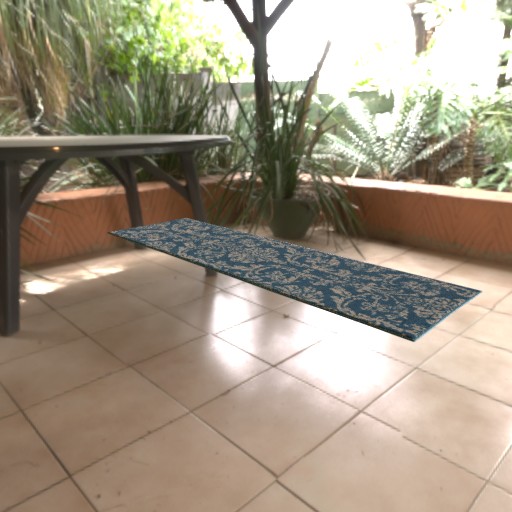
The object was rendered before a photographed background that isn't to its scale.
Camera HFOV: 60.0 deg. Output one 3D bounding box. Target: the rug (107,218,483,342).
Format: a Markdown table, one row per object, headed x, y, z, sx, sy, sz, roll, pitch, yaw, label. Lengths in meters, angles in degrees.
| x | y | z | sx | sy | sz | roll | pitch | yaw | label |
| --- | --- | --- | --- | --- | --- | --- | --- | --- | --- |
| 0.000 | 0.000 | 2.492 | 2.196 | 0.011 | 0.662 | 16 | 23 | 42 | rug |
